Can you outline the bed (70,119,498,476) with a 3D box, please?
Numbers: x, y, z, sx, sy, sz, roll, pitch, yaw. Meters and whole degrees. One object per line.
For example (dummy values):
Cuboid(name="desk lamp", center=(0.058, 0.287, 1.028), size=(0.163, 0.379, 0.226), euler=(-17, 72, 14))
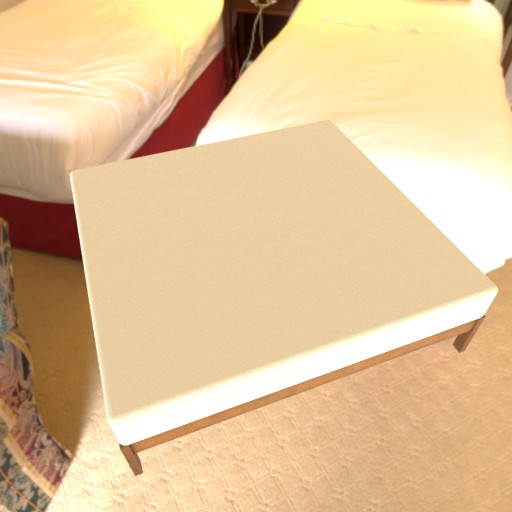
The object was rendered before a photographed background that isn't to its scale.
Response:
Cuboid(name="bed", center=(0.000, 0.000, 2.915), size=(2.049, 0.616, 1.930), euler=(-15, 48, -15))
